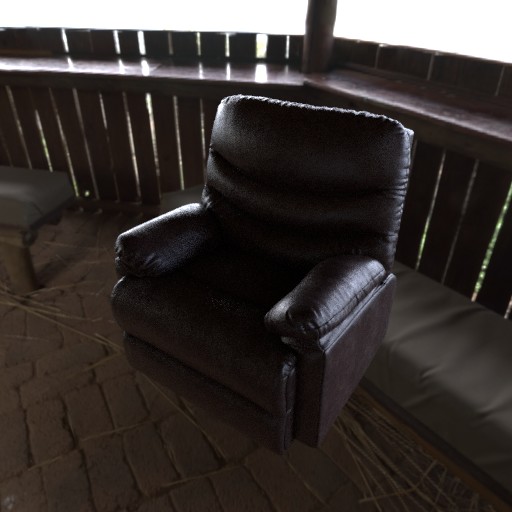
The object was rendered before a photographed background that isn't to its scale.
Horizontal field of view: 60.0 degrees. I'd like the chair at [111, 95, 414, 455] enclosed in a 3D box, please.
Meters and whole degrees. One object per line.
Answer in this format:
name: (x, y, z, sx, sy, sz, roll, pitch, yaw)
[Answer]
chair: (0.000, 0.000, 1.716, 0.940, 1.041, 0.879, 20, 36, 29)
